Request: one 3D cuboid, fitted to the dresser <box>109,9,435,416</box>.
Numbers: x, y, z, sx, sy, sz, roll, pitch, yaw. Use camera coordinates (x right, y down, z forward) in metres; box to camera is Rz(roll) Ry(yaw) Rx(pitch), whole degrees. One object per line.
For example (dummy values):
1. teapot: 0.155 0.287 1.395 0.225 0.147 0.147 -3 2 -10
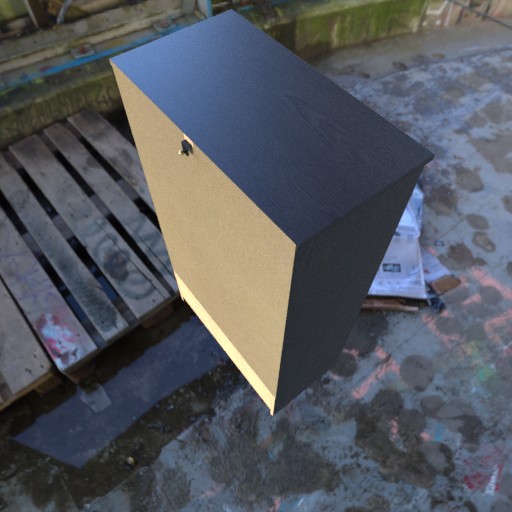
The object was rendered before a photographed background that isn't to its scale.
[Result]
1. dresser: 0.000 0.000 1.517 0.418 1.254 0.704 -33 63 -20
